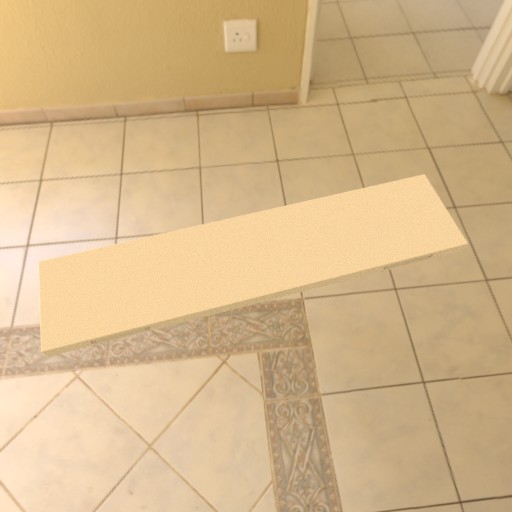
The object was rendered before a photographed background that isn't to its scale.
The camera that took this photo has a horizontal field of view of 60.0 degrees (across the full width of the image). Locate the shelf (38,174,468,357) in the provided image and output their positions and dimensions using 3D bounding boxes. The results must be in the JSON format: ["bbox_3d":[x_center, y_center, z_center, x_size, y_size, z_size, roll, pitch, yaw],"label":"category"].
[{"bbox_3d":[0.000,0.000,0.652,0.610,0.020,0.140,-14,60,-8],"label":"shelf"}]
